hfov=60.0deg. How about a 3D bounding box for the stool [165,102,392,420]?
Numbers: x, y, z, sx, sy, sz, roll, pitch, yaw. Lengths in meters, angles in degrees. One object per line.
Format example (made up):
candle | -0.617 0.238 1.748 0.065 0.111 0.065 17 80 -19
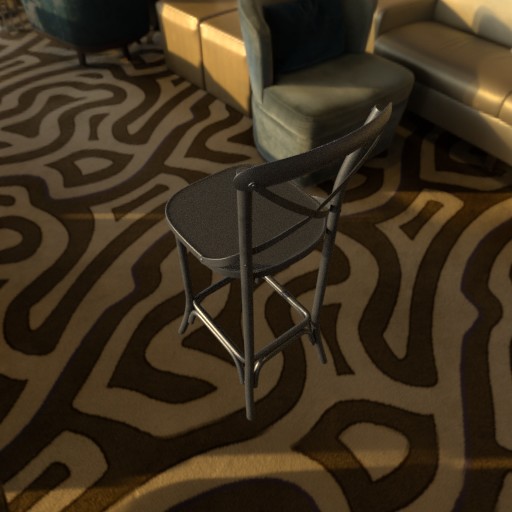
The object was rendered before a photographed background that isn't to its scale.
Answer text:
stool | 0.000 0.000 1.459 0.457 1.168 0.584 -30 54 -25
